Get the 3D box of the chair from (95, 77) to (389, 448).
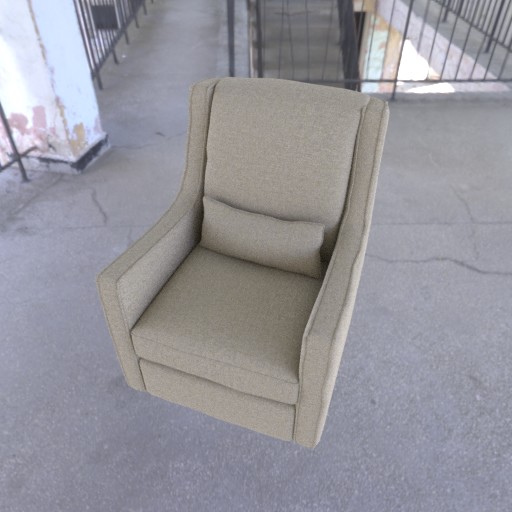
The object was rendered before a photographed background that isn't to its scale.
[{"bbox_3d":[0.000,0.000,1.588,0.732,0.993,0.879,13,43,15],"label":"chair"}]
